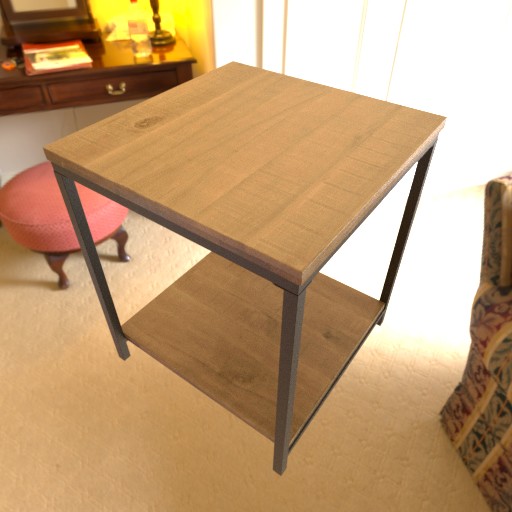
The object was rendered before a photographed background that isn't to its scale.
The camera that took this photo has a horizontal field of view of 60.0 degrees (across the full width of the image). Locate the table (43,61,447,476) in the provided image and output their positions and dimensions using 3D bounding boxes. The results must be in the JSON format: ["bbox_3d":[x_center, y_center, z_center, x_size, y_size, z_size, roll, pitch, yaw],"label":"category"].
[{"bbox_3d":[0.000,0.000,0.971,0.503,0.589,0.507,26,48,26],"label":"table"}]
